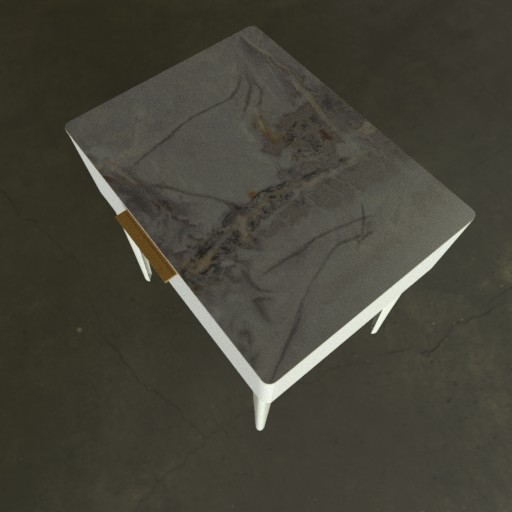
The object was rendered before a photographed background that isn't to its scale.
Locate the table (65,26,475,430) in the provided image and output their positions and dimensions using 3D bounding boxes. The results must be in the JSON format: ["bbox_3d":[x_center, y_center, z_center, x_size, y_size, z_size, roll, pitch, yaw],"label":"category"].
[{"bbox_3d":[0.000,0.000,0.898,0.400,0.570,0.500,-35,69,-16],"label":"table"}]
